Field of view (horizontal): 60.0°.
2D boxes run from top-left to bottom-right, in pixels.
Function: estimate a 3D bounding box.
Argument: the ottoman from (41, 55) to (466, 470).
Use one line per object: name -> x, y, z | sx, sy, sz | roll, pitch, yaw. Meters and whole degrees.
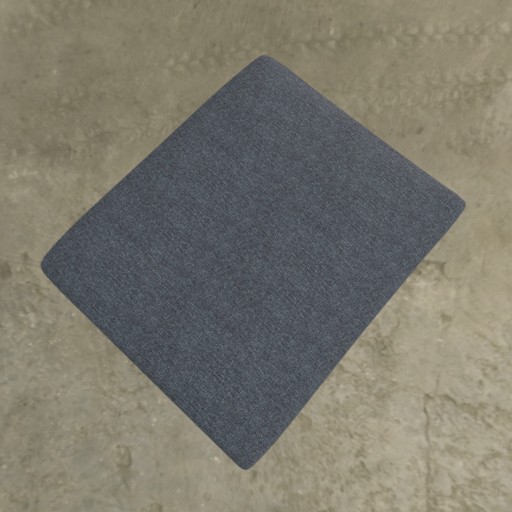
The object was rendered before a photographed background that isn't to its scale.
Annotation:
ottoman -> 0.000, 0.000, 1.270 | 0.695, 0.533, 0.831 | 41, 78, 10
